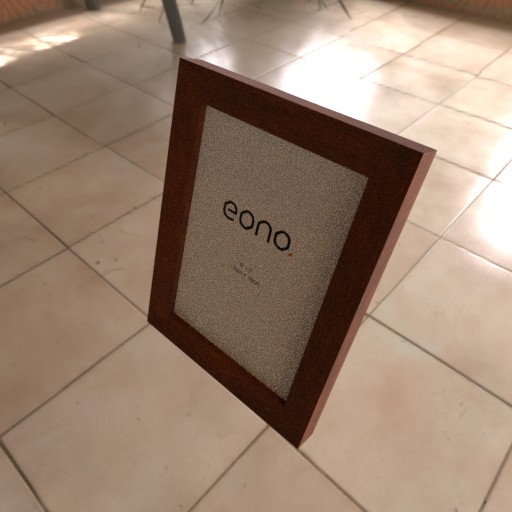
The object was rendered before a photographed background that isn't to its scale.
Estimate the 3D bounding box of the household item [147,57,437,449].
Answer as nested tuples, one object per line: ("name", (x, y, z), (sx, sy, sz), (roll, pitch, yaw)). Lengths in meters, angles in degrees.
("household item", (0.000, 0.000, 0.293), (0.160, 0.204, 0.096), (32, 54, 28))
